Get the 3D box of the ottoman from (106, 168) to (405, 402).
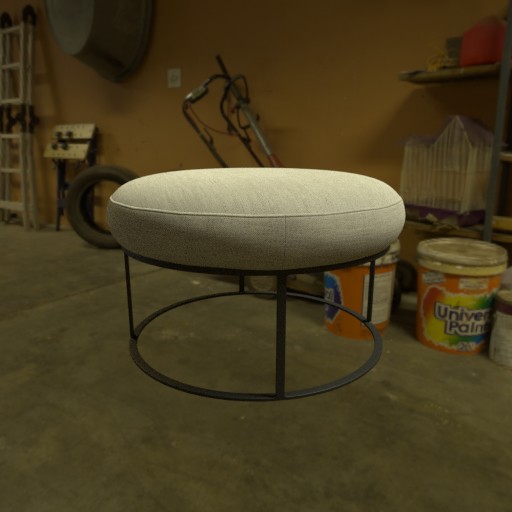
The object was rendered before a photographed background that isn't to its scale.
[{"bbox_3d":[0.000,0.000,1.226,0.769,0.459,0.769,0,14,0],"label":"ottoman"}]
